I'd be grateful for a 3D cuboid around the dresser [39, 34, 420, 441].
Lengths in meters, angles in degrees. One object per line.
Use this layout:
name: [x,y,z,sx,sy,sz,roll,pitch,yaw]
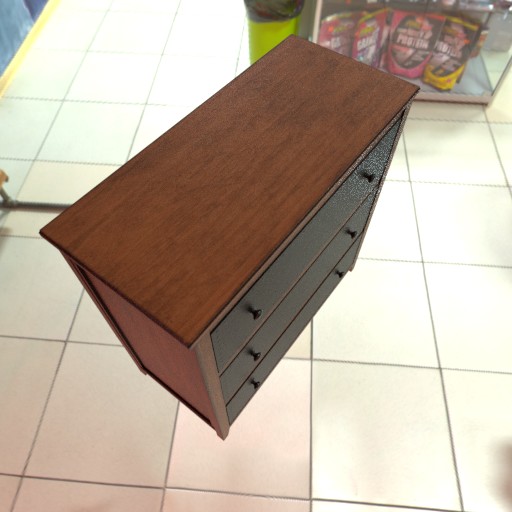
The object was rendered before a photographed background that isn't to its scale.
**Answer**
dresser: [0.000,0.000,1.928,0.591,1.224,1.250,32,62,19]
